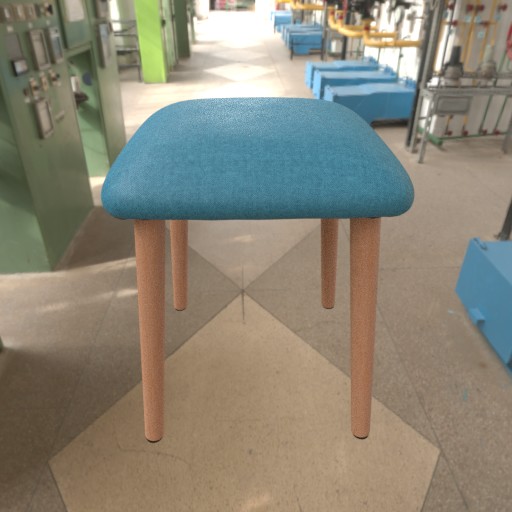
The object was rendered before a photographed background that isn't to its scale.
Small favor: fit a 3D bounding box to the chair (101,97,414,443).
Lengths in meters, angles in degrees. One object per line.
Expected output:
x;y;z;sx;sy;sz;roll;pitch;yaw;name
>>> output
0.000;0.000;0.701;0.360;0.450;0.360;-1;32;-1;chair
